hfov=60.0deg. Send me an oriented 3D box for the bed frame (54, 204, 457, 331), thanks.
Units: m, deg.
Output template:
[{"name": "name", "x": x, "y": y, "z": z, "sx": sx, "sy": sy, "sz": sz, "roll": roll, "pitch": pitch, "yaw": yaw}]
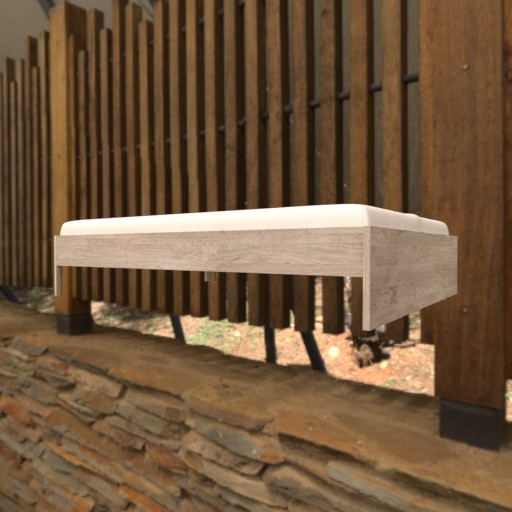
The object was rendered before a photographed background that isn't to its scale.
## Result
[{"name": "bed frame", "x": 0.000, "y": 0.000, "z": 2.641, "sx": 1.950, "sy": 0.462, "sz": 1.490, "roll": 1, "pitch": 1, "yaw": 35}]
